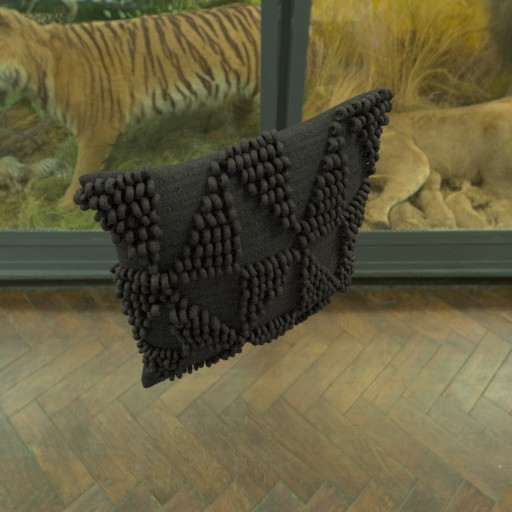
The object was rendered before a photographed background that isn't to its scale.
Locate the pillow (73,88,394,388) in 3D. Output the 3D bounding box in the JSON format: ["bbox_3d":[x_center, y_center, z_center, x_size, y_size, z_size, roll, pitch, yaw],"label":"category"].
[{"bbox_3d":[0.000,0.000,0.724,0.470,0.467,0.172,-23,50,-21],"label":"pillow"}]
